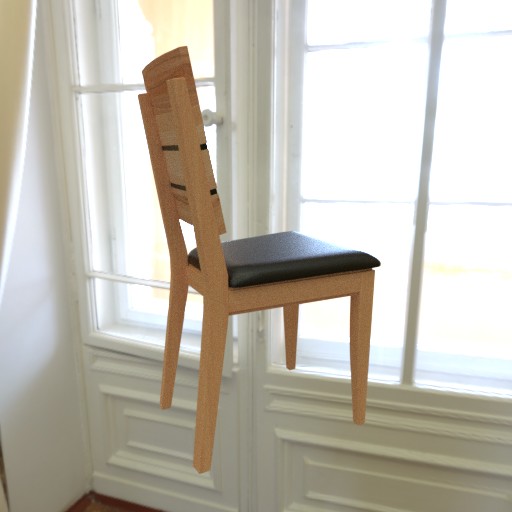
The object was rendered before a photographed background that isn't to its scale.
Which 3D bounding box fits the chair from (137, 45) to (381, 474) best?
[{"bbox_3d":[0.000,0.000,1.187,0.520,0.940,0.410,-7,15,-27],"label":"chair"}]
